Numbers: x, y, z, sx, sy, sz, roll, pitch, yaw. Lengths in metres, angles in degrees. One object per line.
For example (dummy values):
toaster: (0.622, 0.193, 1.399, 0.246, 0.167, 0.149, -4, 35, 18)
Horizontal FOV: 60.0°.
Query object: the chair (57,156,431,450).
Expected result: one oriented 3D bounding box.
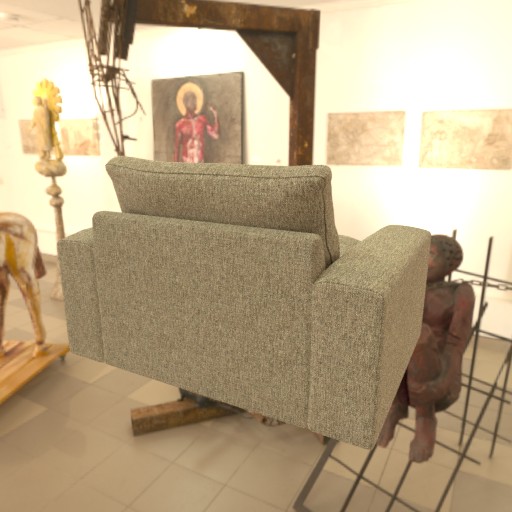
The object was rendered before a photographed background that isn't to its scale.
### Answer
chair: (0.000, 0.000, 2.046, 1.398, 0.915, 1.039, 8, 18, 27)
